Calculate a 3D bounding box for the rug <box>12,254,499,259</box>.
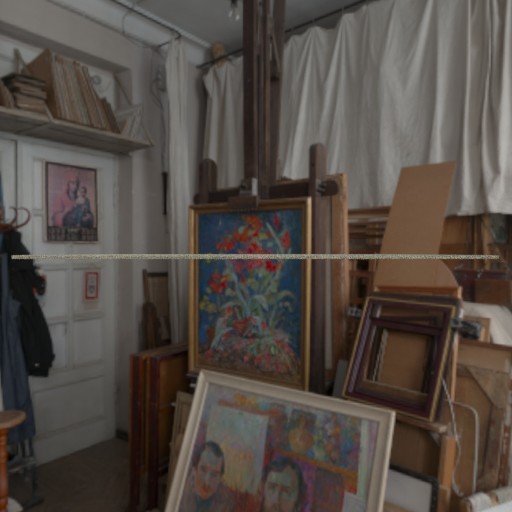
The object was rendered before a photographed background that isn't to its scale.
[{"bbox_3d":[0.000,0.000,2.838,2.297,0.018,1.532,0,0,0],"label":"rug"}]
